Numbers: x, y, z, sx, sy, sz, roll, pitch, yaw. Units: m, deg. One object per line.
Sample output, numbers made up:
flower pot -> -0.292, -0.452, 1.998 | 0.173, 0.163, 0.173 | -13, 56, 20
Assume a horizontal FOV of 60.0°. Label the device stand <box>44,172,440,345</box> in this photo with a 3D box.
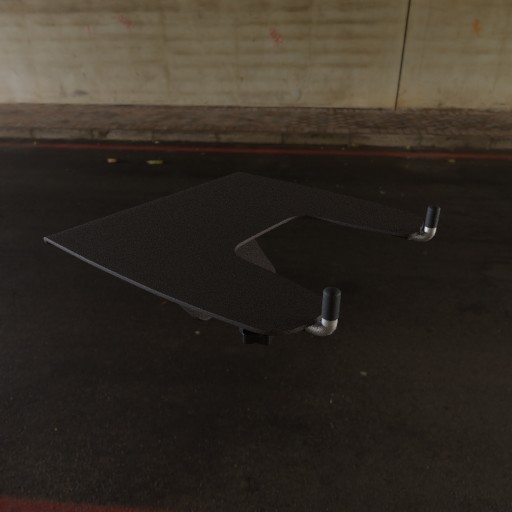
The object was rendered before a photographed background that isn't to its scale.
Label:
device stand -> 0.000, 0.000, 0.362 | 0.230, 0.092, 0.230 | 19, 32, 34
